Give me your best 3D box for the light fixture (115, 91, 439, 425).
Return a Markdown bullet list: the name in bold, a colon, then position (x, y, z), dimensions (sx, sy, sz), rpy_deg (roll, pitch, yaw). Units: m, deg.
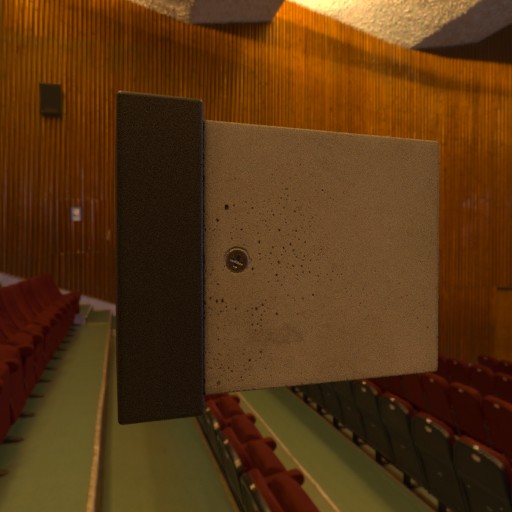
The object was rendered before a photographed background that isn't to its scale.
- **light fixture**: position (0.000, 0.000, 0.237), dimensions (0.143, 0.121, 0.121), rpy_deg (0, 1, -18)
